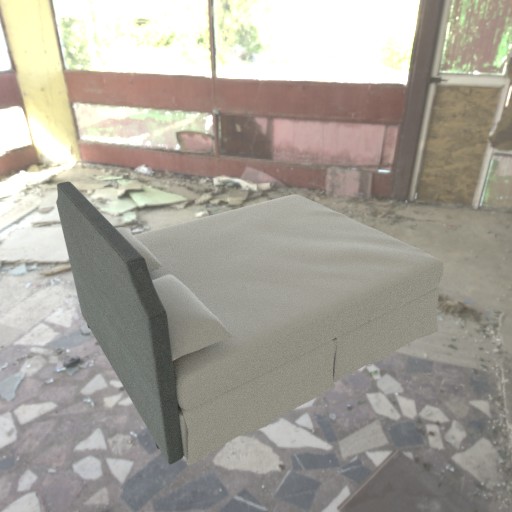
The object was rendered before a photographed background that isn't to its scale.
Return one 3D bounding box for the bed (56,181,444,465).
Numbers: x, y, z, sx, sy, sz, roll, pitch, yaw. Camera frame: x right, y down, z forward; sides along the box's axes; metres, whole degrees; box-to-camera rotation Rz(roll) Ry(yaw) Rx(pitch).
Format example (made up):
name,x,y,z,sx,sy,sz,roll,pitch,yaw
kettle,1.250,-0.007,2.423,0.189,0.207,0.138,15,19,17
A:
name,x,y,z,sx,sy,sz,roll,pitch,yaw
bed,0.000,0.000,3.546,2.464,1.306,1.977,-18,33,-30
